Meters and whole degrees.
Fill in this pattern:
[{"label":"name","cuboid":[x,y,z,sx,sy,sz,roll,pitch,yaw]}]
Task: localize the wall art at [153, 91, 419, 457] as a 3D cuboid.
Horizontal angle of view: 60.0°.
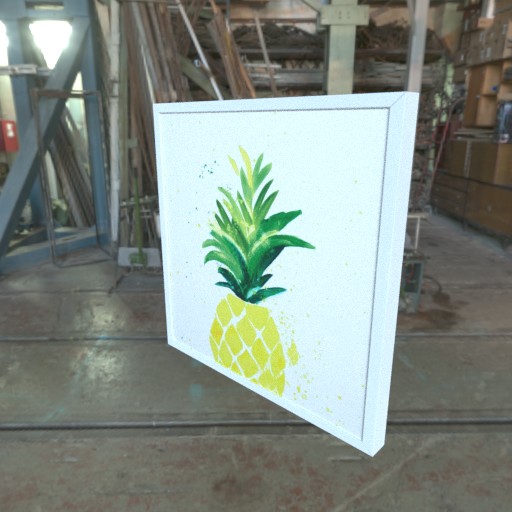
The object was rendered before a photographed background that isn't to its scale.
[{"label":"wall art","cuboid":[0.000,0.000,0.762,0.508,0.507,0.035,15,23,41]}]
